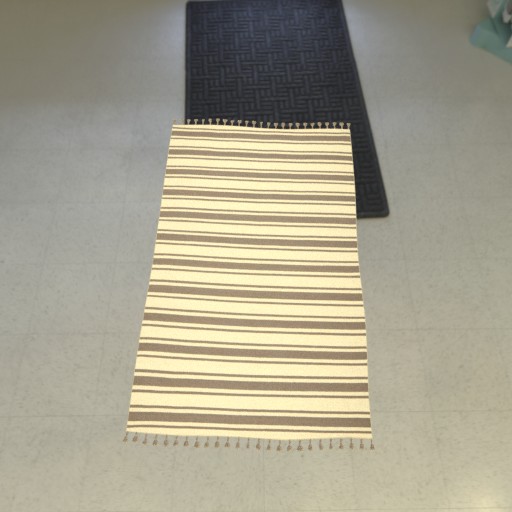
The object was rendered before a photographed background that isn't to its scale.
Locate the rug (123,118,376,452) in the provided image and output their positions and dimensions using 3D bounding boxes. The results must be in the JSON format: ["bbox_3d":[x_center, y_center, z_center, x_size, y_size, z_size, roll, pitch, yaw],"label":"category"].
[{"bbox_3d":[0.000,0.000,2.603,1.229,0.011,2.096,2,64,1],"label":"rug"}]
